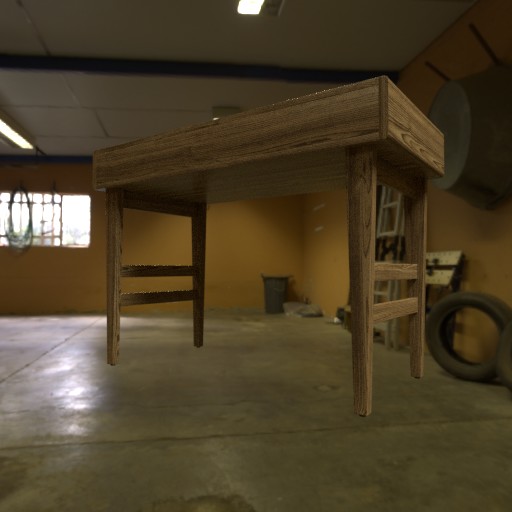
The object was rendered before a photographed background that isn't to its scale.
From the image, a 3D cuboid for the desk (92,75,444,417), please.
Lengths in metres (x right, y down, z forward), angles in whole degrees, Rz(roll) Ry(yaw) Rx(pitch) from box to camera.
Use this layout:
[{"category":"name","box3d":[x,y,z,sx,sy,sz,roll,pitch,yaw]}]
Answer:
[{"category":"desk","box3d":[0.000,0.000,1.464,1.067,0.755,0.508,-1,-2,36]}]
